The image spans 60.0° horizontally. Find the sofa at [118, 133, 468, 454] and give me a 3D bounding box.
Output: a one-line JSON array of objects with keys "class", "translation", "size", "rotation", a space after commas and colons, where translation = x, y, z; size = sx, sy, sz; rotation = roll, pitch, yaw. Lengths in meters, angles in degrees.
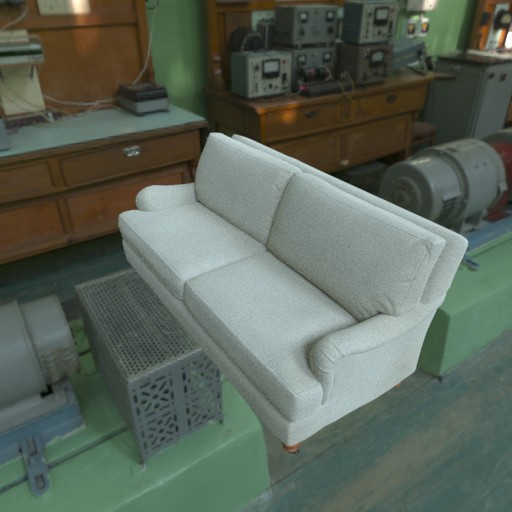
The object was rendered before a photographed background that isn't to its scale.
[{"class": "sofa", "translation": [0.000, 0.000, 2.749], "size": [1.091, 0.997, 2.070], "rotation": [-21, 38, -29]}]
